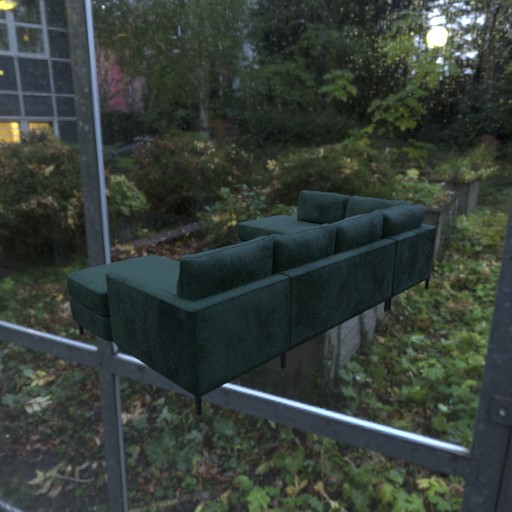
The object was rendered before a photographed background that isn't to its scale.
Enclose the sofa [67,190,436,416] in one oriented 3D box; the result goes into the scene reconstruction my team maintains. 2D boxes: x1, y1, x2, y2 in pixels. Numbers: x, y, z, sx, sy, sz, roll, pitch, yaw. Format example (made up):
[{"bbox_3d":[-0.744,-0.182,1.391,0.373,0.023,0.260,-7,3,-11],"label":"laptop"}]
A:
[{"bbox_3d":[0.000,0.000,3.916,1.992,0.861,2.994,14,21,42],"label":"sofa"}]
